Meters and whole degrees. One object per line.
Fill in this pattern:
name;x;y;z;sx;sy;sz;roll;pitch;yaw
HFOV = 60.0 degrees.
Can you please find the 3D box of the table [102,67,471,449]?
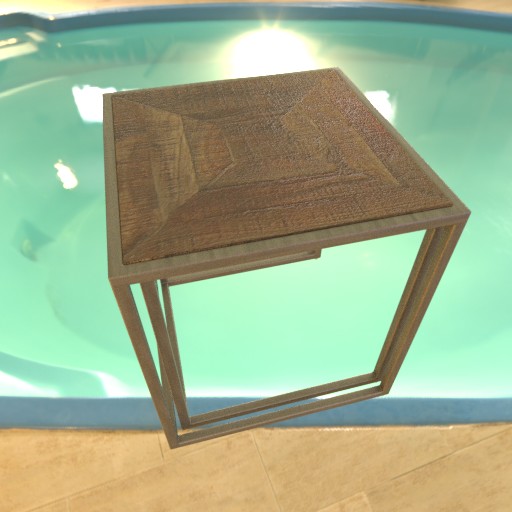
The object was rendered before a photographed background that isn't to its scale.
table;0.000;0.000;0.850;0.449;0.500;0.450;-10;47;-10
